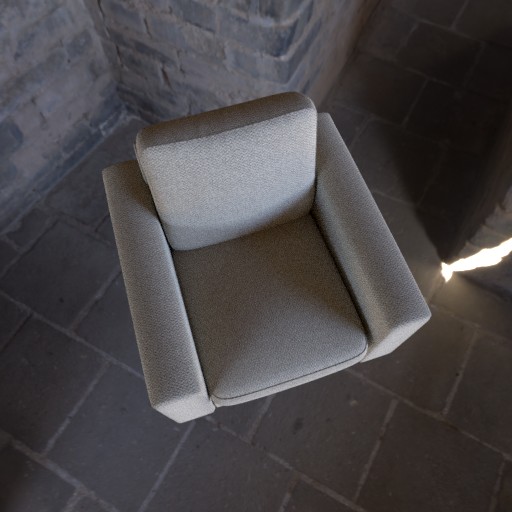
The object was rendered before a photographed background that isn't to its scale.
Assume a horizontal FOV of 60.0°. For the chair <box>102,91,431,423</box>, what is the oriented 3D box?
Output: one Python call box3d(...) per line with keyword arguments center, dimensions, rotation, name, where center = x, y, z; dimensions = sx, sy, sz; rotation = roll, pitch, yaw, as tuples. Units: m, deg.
box3d(center=(0.000, 0.000, 1.771), dimensions=(1.005, 0.873, 1.016), rotation=(-16, 66, -8), name="chair")
